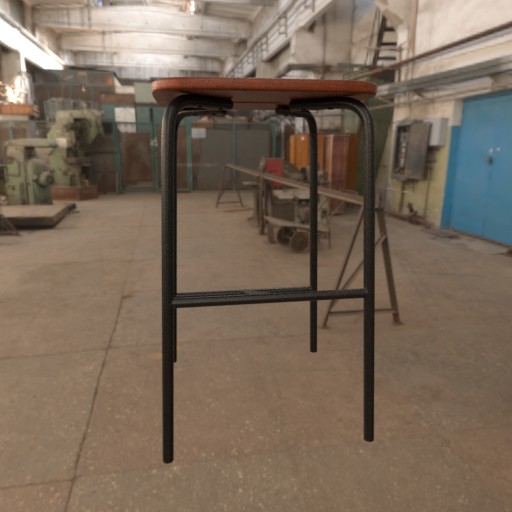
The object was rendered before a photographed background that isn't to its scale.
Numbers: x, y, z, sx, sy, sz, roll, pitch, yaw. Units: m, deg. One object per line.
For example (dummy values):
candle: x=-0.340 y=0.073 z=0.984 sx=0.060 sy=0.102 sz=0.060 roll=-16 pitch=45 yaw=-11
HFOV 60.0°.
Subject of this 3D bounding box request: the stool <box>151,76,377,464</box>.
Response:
stool: x=0.000 y=0.000 z=0.875 sx=0.376 sy=0.610 sz=0.376 roll=-2 pitch=14 yaw=-9
